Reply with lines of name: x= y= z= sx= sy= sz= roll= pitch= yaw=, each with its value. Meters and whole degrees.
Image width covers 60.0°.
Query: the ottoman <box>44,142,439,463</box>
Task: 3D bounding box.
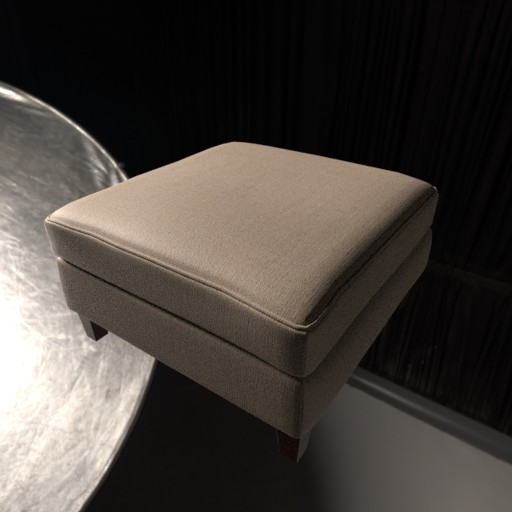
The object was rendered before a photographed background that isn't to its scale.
ottoman: x=0.000 y=0.000 z=1.349 sx=0.838 sy=0.481 sz=0.838 roll=20 pitch=36 yaw=30
